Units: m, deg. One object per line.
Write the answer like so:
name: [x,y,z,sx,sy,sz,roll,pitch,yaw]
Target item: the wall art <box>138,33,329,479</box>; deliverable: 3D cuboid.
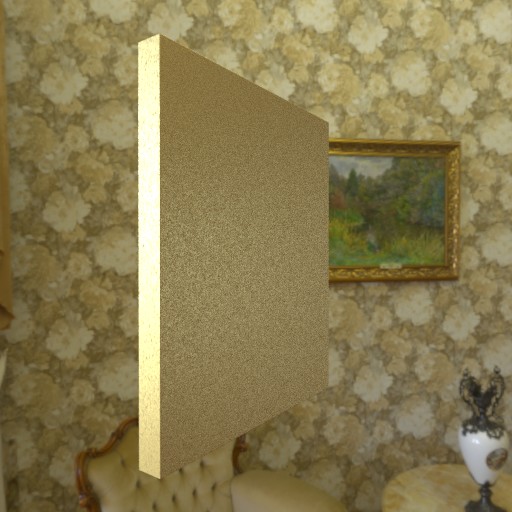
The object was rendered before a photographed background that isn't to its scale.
wall art: [0.000,0.000,0.868,0.048,0.642,0.537,0,1,36]
